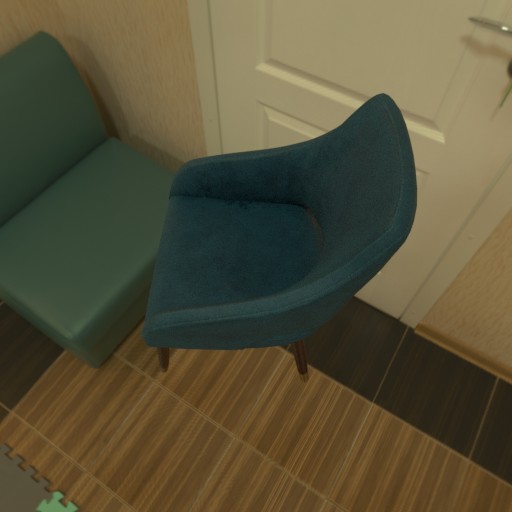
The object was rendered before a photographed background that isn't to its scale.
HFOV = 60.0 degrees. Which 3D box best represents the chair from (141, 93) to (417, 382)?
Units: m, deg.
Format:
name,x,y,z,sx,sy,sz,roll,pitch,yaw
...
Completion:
name,x,y,z,sx,sy,sz,roll,pitch,yaw
chair,0.000,0.000,1.572,0.794,1.081,0.683,3,59,2
